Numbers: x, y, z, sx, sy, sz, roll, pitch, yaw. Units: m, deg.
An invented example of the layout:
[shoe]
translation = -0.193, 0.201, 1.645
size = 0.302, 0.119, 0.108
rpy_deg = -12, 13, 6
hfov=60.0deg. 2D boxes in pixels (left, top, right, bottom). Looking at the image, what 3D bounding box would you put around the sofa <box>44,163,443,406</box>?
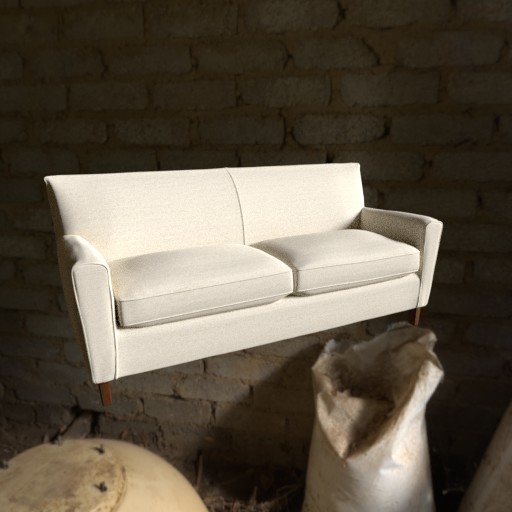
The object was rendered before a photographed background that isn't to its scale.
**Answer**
[sofa]
translation = 0.000, 0.000, 2.450
size = 2.001, 0.907, 0.841
rpy_deg = -8, 18, -26
